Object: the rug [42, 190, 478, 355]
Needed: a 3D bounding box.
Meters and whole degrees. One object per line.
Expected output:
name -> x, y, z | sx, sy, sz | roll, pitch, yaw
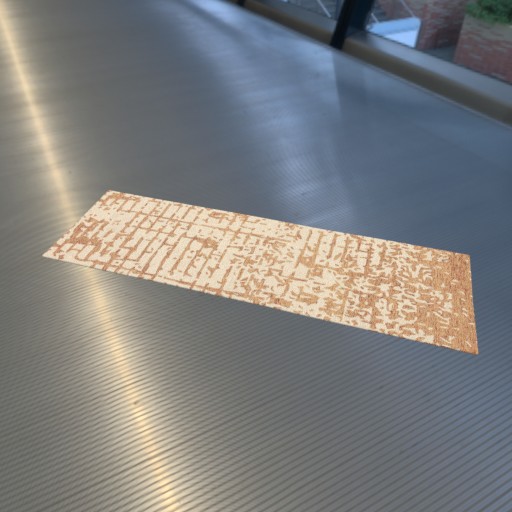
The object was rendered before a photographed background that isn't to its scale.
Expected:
rug -> 0.000, 0.000, 2.640 | 2.435, 0.011, 0.750 | 11, 43, 13
